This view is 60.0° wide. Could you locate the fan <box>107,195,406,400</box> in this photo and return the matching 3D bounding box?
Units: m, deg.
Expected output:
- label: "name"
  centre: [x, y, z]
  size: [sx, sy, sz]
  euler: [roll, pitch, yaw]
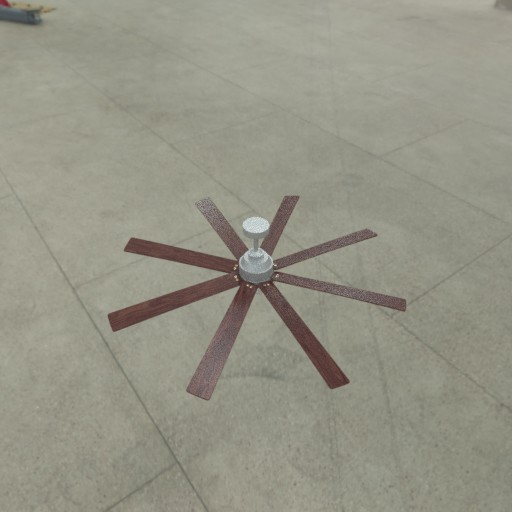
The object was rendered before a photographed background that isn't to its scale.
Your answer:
- label: "fan"
  centre: [0.000, 0.000, 2.696]
  size: [1.830, 0.472, 1.830]
  euler: [12, 42, 14]
